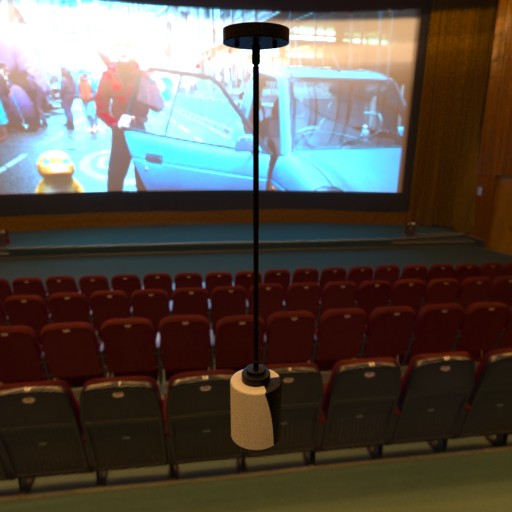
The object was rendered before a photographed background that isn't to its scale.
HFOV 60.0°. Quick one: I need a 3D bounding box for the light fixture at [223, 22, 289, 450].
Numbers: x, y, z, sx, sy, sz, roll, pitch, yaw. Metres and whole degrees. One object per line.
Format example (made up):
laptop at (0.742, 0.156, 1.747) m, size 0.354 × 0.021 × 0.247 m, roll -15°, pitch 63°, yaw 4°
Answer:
light fixture at (0.000, 0.000, 0.930) m, size 0.123 × 0.863 × 0.123 m, roll -2°, pitch 15°, yaw -8°
